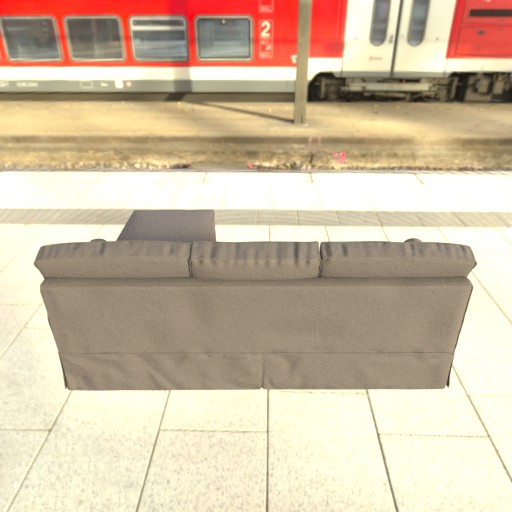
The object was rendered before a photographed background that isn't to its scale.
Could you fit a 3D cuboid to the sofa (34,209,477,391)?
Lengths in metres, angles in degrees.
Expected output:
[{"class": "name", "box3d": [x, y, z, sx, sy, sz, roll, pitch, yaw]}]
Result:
[{"class": "sofa", "box3d": [0.000, 0.000, 3.292, 2.475, 0.978, 1.733, 0, 29, 0]}]
